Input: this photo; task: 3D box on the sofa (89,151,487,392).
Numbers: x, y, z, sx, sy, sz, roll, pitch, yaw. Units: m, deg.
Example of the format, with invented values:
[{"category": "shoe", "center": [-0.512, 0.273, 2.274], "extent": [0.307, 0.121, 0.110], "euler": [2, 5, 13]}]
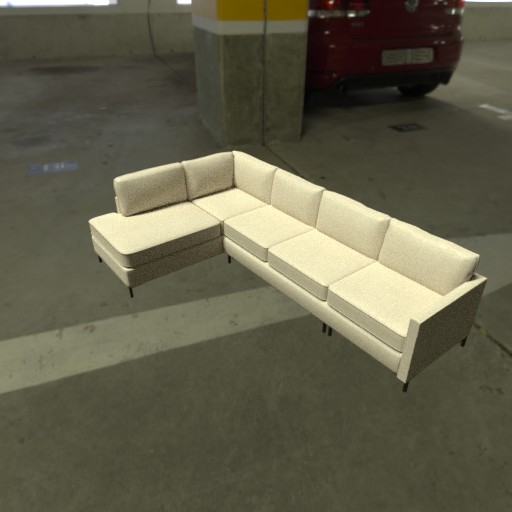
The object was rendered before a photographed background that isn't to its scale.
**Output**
[{"category": "sofa", "center": [0.000, 0.000, 4.250], "extent": [2.048, 0.996, 3.384], "euler": [-22, 38, -32]}]
